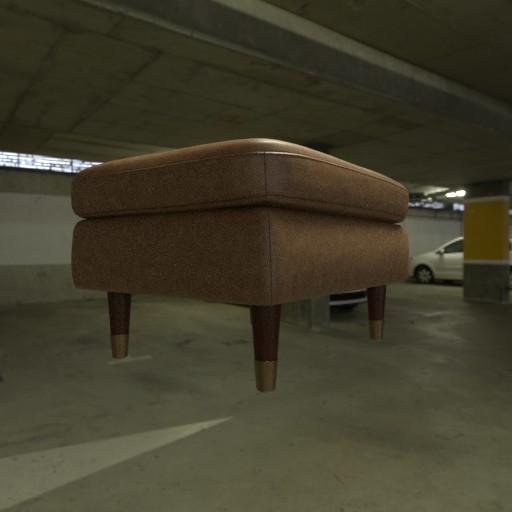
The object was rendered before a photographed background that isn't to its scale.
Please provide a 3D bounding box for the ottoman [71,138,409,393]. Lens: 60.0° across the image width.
[{"bbox_3d":[0.000,0.000,1.135,0.593,0.478,0.747,1,1,36],"label":"ottoman"}]
